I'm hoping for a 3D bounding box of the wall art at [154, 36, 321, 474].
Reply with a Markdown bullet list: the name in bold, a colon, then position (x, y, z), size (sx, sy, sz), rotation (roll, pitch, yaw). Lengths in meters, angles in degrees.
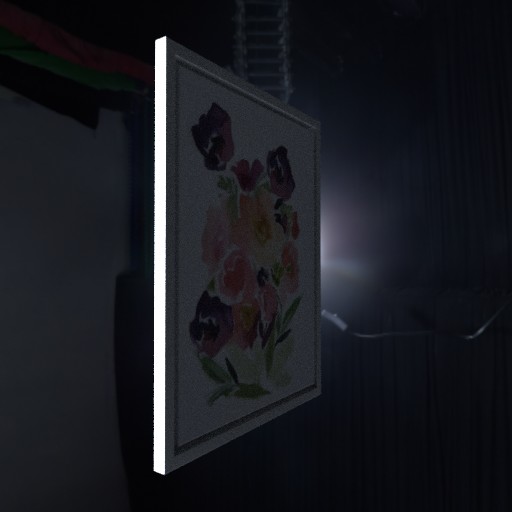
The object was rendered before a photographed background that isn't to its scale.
- **wall art**: position (0.000, 0.000, 1.404), size (0.042, 1.056, 0.805), rotation (-1, -1, 36)
